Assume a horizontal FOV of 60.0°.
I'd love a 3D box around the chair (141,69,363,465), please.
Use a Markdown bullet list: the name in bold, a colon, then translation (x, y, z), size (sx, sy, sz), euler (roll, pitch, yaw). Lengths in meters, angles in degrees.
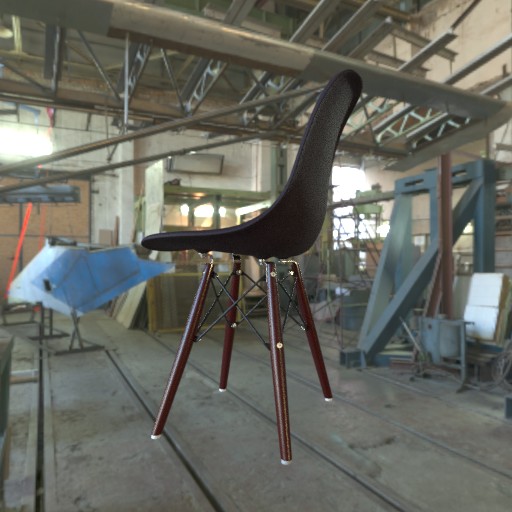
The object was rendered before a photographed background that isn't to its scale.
- **chair**: translation (0.000, 0.000, 1.131), size (0.533, 0.826, 0.470), euler (0, 0, 19)
